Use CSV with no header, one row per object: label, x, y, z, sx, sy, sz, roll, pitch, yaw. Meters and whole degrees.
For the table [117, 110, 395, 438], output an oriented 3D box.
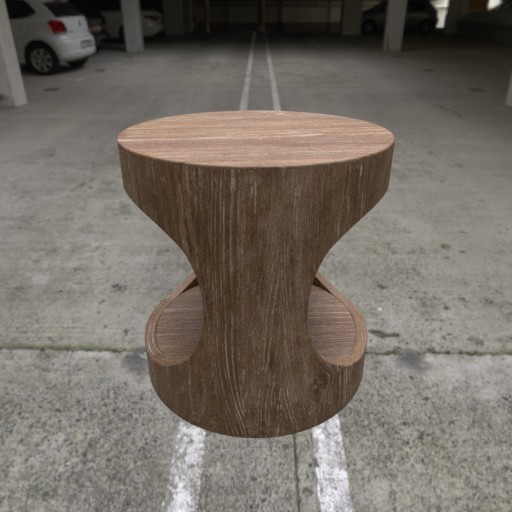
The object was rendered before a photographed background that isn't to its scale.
table,0.000,0.000,0.995,0.527,0.551,0.527,0,27,0
